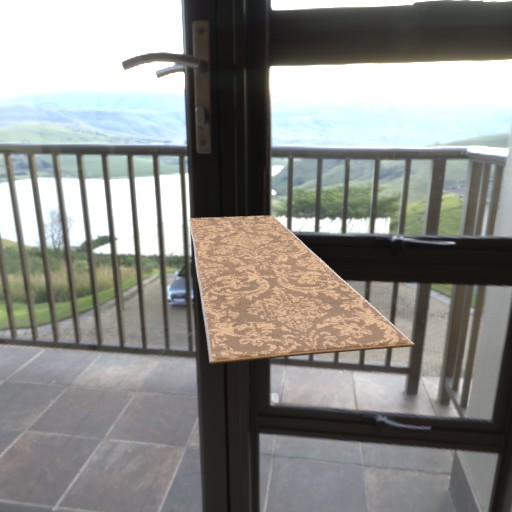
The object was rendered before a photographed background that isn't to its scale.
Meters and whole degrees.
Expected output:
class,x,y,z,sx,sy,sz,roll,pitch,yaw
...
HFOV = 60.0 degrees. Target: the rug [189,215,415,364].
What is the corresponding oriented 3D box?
class,x,y,z,sx,sy,sz,roll,pitch,yaw
rug,0.000,0.000,2.408,0.662,0.011,2.196,-3,16,-9
